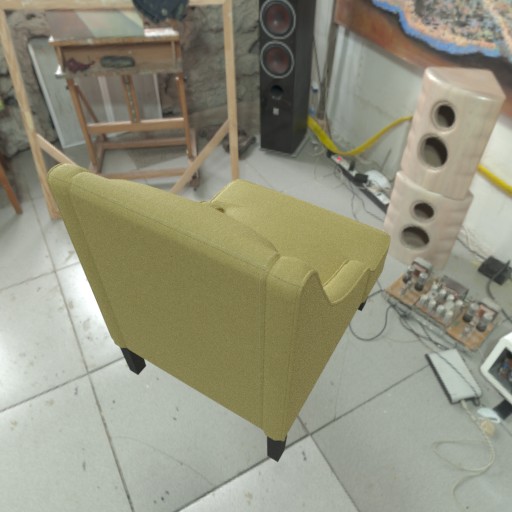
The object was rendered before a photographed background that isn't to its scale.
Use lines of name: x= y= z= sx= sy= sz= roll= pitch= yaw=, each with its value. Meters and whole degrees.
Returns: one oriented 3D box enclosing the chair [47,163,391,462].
chair: x=0.000 y=0.000 z=1.460 sx=0.696 sy=0.896 sz=0.814 roll=24 pitch=50 yaw=21
